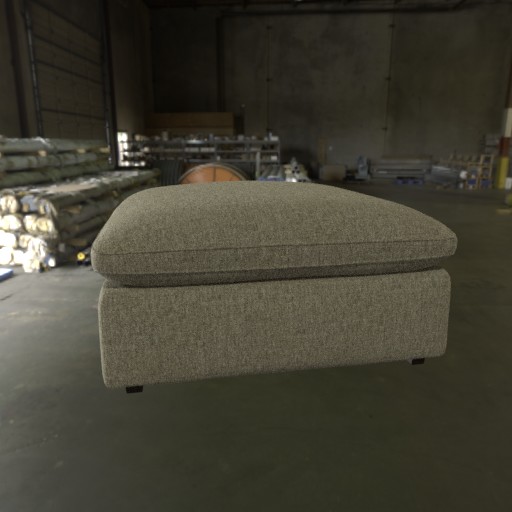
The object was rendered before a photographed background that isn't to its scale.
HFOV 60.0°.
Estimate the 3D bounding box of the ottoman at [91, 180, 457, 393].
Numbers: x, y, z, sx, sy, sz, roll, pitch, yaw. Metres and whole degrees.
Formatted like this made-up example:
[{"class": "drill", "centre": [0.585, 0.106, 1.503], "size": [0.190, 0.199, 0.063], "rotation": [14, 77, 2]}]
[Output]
[{"class": "ottoman", "centre": [0.000, 0.000, 1.678], "size": [1.039, 0.526, 1.035], "rotation": [-3, 15, -11]}]
